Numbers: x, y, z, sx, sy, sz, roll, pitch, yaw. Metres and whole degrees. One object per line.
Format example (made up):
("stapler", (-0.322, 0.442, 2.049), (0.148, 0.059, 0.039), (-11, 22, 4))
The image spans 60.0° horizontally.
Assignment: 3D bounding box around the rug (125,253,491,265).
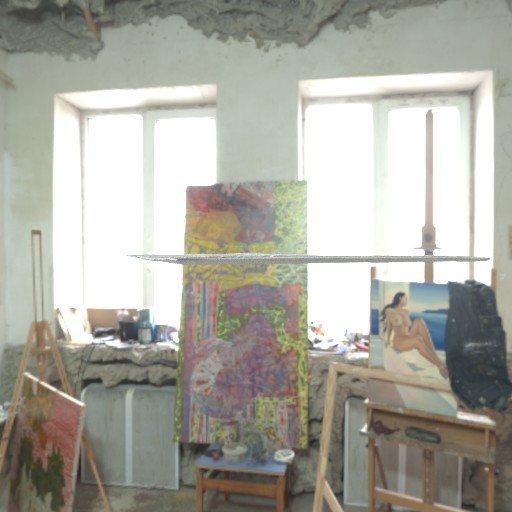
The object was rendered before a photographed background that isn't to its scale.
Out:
("rug", (0.000, 0.000, 3.027), (1.537, 0.036, 2.447), (0, 1, -21))
